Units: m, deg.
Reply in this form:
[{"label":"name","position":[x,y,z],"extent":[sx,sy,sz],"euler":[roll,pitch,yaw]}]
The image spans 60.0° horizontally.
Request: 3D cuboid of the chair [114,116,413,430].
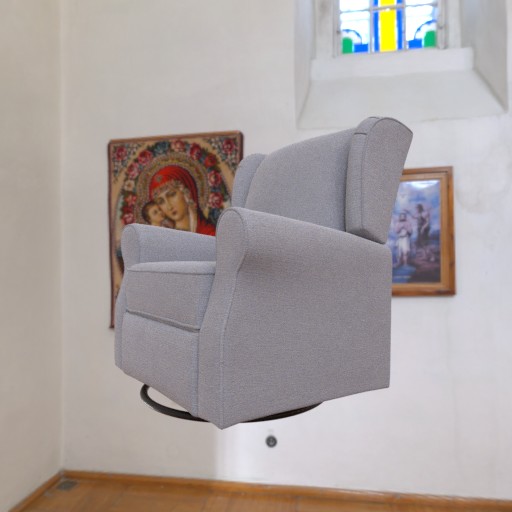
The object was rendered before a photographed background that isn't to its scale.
[{"label":"chair","position":[0.000,0.000,1.661],"extent":[0.854,0.966,0.906],"euler":[0,0,-36]}]
